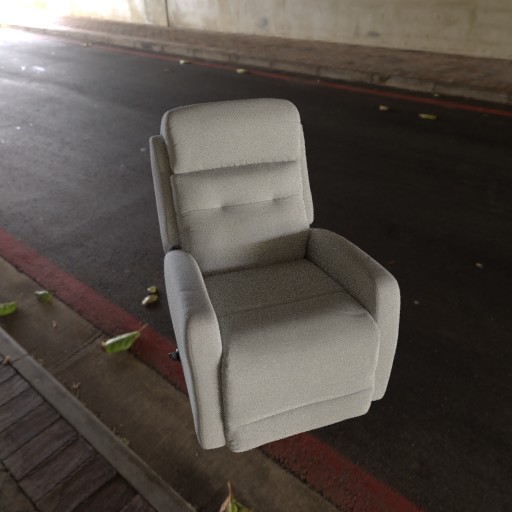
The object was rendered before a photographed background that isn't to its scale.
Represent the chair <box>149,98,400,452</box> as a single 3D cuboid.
[{"bbox_3d":[0.000,0.000,1.762,0.798,1.013,1.043,-10,34,-15],"label":"chair"}]
